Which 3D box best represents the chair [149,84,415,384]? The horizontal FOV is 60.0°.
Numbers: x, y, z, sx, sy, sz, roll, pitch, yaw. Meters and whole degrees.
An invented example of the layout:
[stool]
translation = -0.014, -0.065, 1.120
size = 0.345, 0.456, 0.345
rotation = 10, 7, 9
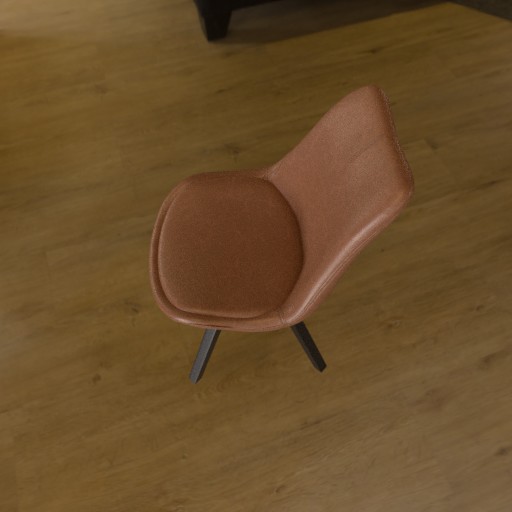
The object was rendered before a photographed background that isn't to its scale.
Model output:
[chair]
translation = 0.000, 0.000, 1.182
size = 0.550, 0.850, 0.475
rotation = -3, 59, -2
